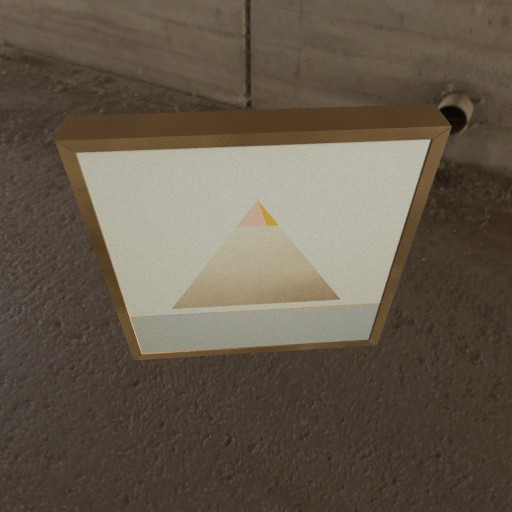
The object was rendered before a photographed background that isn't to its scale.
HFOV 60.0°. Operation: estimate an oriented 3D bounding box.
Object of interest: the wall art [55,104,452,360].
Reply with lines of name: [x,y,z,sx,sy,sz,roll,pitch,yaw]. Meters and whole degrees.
wall art: [0.000,0.000,0.460,0.305,0.303,0.038,-3,45,-3]
